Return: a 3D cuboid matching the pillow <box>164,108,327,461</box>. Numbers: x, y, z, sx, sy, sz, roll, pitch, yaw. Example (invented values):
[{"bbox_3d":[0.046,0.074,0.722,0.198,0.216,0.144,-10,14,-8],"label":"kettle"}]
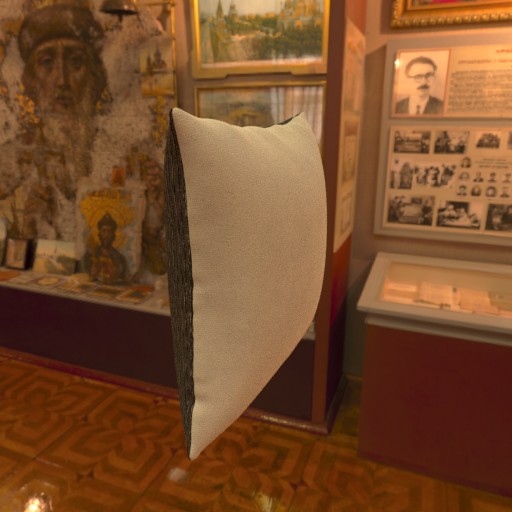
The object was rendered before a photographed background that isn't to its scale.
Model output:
[{"bbox_3d":[0.000,0.000,0.695,0.196,0.434,0.433,7,19,22],"label":"pillow"}]
